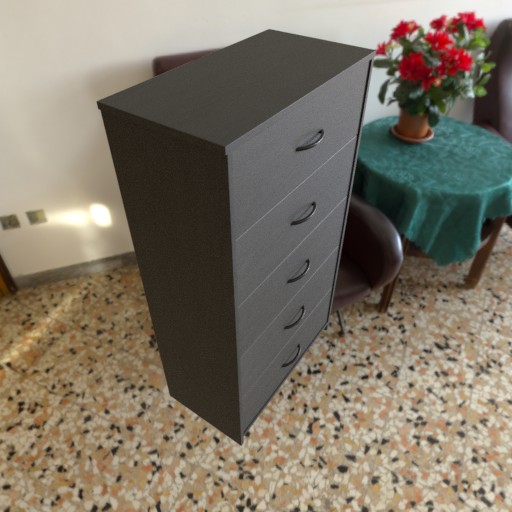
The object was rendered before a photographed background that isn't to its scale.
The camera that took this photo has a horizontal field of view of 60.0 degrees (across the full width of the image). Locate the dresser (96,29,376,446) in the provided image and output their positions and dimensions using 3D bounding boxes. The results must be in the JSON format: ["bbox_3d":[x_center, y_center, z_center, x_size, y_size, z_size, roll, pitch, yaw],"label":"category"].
[{"bbox_3d":[0.000,0.000,1.554,0.399,1.255,0.704,25,48,25],"label":"dresser"}]
